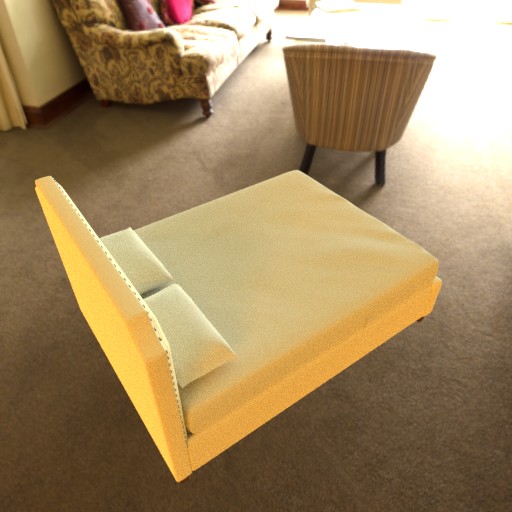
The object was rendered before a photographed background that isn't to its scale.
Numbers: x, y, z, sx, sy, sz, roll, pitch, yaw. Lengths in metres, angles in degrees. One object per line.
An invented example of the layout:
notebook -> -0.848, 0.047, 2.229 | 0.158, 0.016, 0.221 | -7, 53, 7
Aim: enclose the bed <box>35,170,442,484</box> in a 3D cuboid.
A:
bed -> 0.000, 0.000, 3.245 | 2.329, 1.415, 1.703 | -25, 46, -26
